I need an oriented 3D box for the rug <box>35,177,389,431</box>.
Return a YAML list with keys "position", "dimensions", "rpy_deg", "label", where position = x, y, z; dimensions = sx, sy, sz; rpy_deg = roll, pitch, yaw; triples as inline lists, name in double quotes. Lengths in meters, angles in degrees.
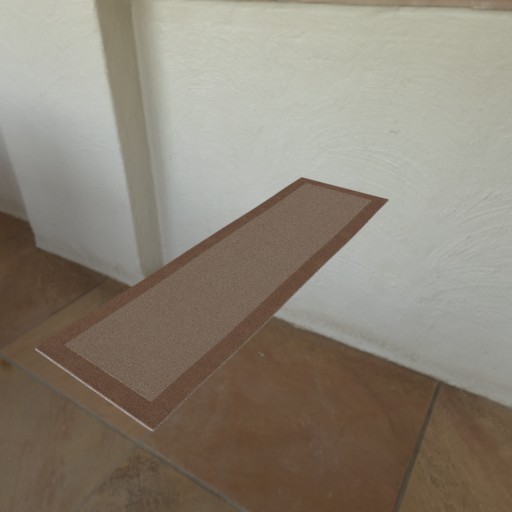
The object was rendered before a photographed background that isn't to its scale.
- position: [0.000, 0.000, 2.670]
  dimensions: [0.767, 0.012, 2.430]
  rpy_deg: [21, 38, 29]
  label: "rug"
